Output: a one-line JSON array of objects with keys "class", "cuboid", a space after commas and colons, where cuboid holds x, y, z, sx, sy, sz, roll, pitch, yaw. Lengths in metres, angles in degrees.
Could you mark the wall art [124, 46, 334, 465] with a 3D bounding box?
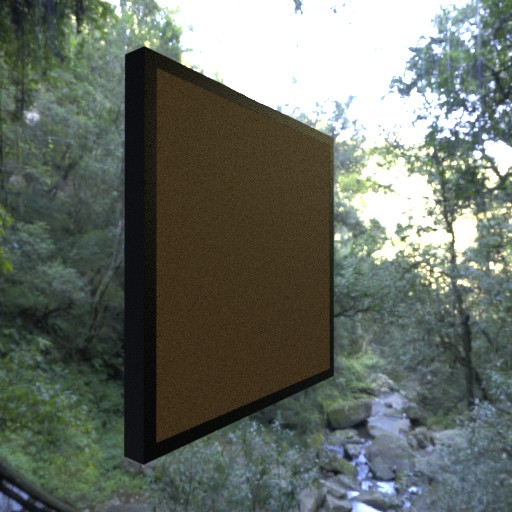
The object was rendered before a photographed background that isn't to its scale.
[{"class": "wall art", "cuboid": [0.000, 0.000, 0.752, 0.038, 0.508, 0.508, 0, -1, 36]}]
